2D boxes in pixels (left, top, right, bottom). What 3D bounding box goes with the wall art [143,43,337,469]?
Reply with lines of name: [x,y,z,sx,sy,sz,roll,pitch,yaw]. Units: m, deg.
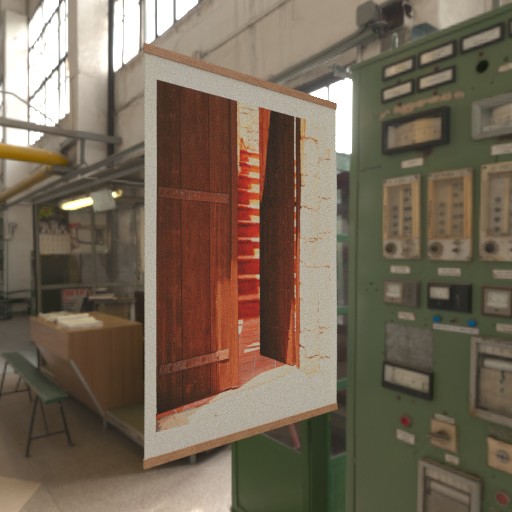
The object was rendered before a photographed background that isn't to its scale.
wall art: [0.000,0.000,1.899,1.019,1.527,0.019,0,0,-38]
